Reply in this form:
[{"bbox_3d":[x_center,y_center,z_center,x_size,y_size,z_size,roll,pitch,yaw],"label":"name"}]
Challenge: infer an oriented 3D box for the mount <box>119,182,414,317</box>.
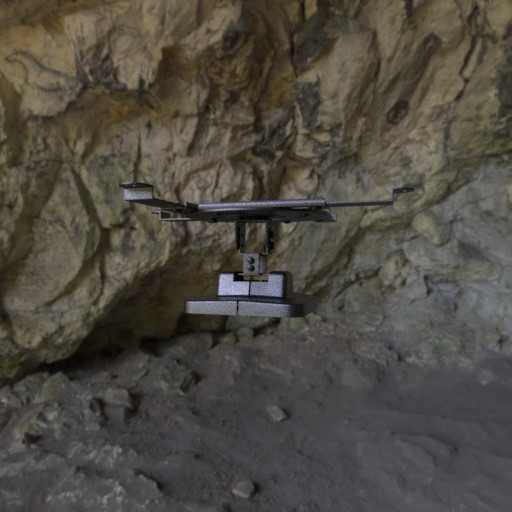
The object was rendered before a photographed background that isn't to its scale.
[{"bbox_3d":[0.000,0.000,0.593,0.394,0.141,0.394,0,0,17],"label":"mount"}]
